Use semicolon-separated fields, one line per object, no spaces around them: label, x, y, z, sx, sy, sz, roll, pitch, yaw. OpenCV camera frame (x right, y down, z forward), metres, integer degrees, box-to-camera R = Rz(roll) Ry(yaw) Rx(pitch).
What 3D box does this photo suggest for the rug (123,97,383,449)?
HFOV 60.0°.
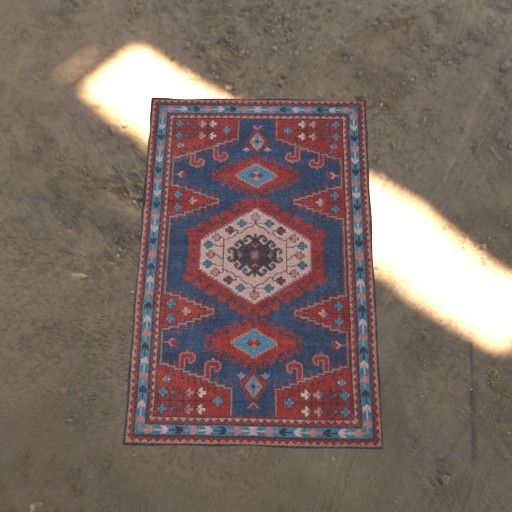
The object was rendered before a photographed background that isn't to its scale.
rug;0.000;0.000;2.260;1.207;0.012;1.820;1;76;0
